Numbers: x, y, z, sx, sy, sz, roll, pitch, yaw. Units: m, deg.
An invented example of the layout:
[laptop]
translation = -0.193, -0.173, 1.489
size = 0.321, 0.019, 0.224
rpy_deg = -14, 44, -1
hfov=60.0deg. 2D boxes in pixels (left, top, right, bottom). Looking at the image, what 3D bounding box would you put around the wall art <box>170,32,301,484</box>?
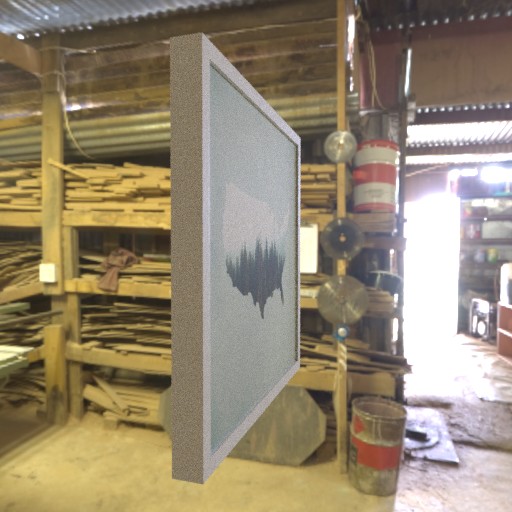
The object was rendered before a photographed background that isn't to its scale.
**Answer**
[wall art]
translation = 0.000, 0.000, 0.746
size = 0.040, 0.509, 0.509
rpy_deg = 0, 1, 18
